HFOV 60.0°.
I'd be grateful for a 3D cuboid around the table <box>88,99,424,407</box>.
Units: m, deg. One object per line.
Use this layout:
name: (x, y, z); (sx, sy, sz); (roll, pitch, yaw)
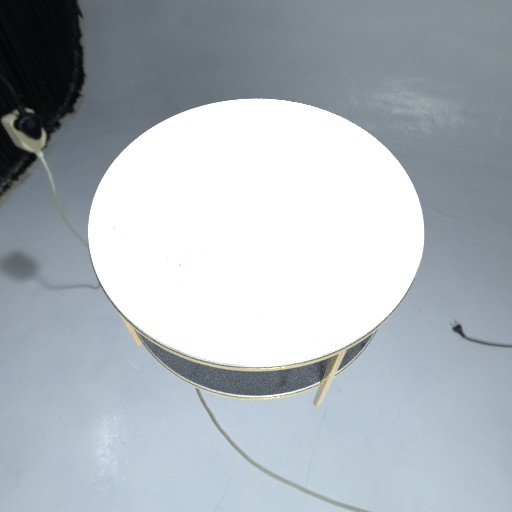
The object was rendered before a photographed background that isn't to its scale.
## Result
table: (0.000, 0.000, 1.258); (0.800, 0.450, 0.800); (0, 57, 0)
